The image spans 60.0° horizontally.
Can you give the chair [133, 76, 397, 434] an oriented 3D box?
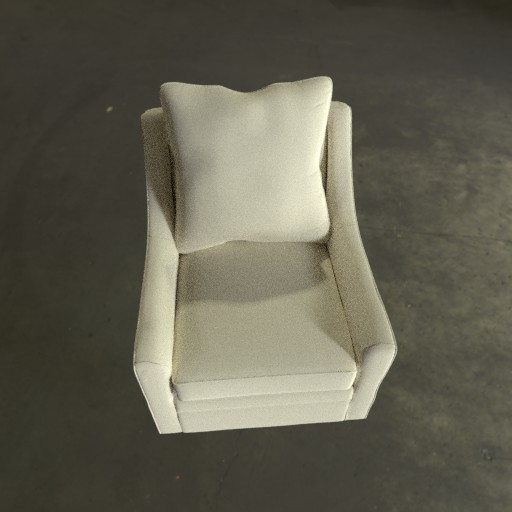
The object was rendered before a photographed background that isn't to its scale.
[{"bbox_3d":[0.000,0.000,1.557,0.756,0.965,0.876,-3,47,-3],"label":"chair"}]
